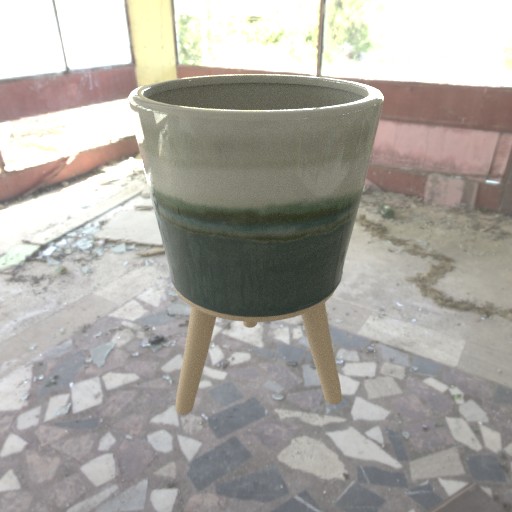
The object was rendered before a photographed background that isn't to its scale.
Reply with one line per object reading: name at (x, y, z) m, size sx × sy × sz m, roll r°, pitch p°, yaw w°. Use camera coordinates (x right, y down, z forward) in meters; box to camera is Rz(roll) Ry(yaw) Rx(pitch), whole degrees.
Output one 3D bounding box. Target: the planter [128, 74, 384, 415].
planter at (0.000, 0.000, 0.464) m, size 0.217 × 0.331 × 0.217 m, roll -11°, pitch 31°, yaw -19°
